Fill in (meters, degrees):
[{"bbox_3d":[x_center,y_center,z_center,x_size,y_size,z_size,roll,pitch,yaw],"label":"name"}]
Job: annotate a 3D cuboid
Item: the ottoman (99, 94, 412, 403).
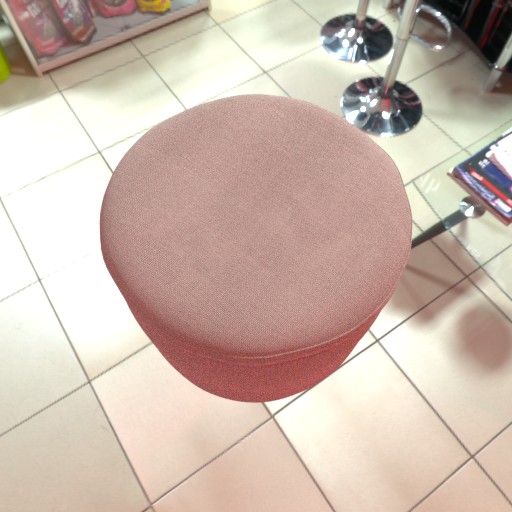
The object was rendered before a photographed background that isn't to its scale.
[{"bbox_3d":[0.000,0.000,0.854,0.497,0.409,0.497,0,63,0],"label":"ottoman"}]
